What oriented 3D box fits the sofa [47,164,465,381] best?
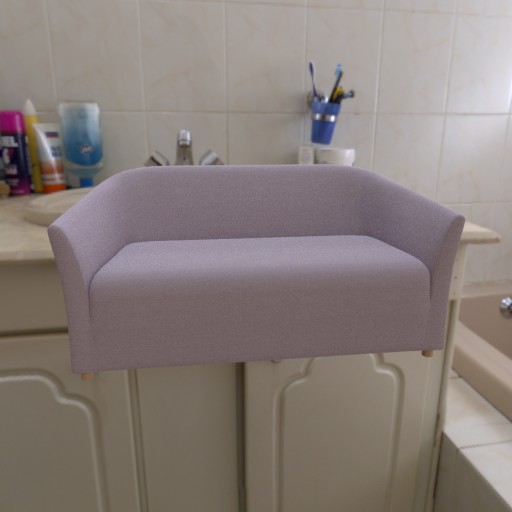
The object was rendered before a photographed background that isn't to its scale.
[{"bbox_3d":[0.000,0.000,1.899,1.452,0.721,0.705,-2,16,-7],"label":"sofa"}]
